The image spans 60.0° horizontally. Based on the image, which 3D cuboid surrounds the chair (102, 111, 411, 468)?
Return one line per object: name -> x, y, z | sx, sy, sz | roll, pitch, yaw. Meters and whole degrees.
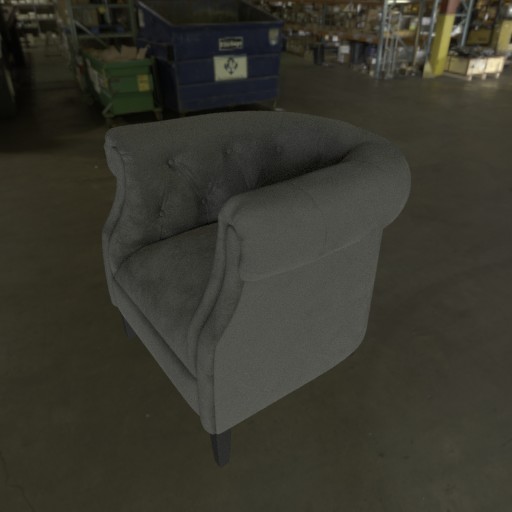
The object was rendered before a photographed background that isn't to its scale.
chair -> 0.000, 0.000, 1.530 | 0.851, 0.826, 0.904 | -20, 36, -30
